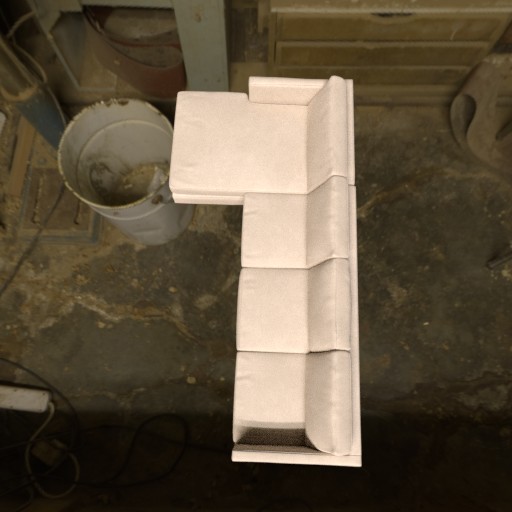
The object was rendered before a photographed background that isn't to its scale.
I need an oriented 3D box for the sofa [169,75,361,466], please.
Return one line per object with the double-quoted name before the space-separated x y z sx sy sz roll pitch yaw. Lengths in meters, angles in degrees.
"sofa" 0.000 0.000 3.786 1.625 0.846 3.186 2 75 1
